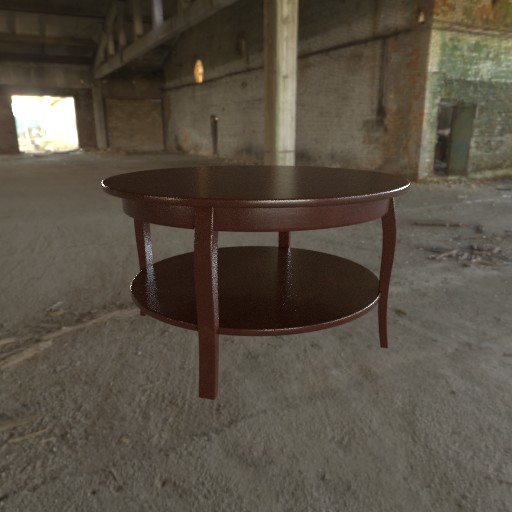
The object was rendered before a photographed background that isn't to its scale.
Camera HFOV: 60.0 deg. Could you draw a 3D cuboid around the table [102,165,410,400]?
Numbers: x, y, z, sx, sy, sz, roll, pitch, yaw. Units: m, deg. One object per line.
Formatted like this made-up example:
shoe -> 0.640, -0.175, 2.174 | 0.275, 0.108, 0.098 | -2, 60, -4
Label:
table -> 0.000, 0.000, 1.448 | 0.911, 0.512, 0.911 | 0, 16, 0
